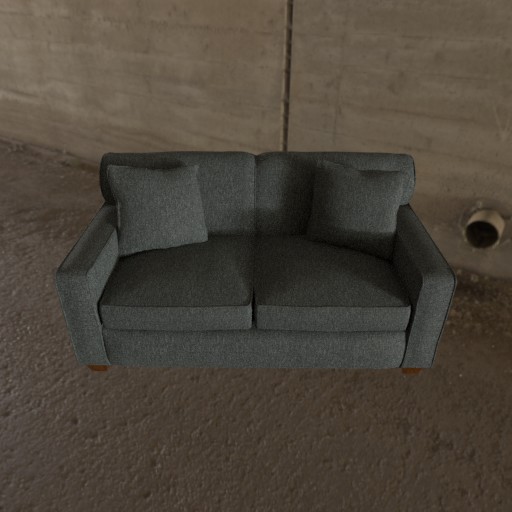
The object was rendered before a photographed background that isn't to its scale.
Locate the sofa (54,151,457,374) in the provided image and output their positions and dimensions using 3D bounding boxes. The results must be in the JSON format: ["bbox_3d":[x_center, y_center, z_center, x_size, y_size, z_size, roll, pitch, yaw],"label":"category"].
[{"bbox_3d":[0.000,0.000,2.466,1.846,0.958,0.998,0,32,1],"label":"sofa"}]
